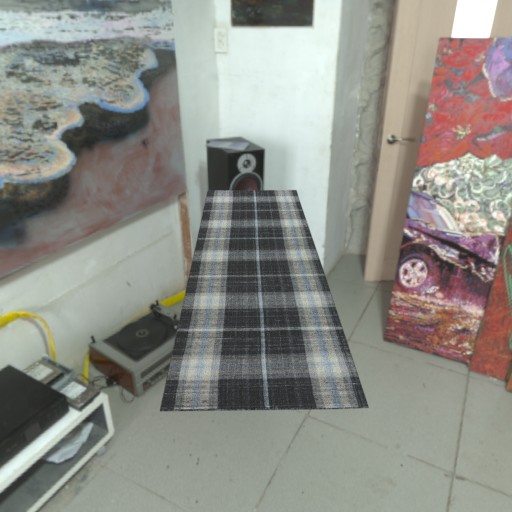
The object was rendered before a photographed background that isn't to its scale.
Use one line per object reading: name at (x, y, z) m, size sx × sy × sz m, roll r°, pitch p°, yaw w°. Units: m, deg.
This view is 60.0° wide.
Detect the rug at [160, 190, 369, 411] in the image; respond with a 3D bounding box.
rug at (0.000, 0.000, 2.678) m, size 0.760 × 0.012 × 2.434 m, roll -1°, pitch 27°, yaw -1°
